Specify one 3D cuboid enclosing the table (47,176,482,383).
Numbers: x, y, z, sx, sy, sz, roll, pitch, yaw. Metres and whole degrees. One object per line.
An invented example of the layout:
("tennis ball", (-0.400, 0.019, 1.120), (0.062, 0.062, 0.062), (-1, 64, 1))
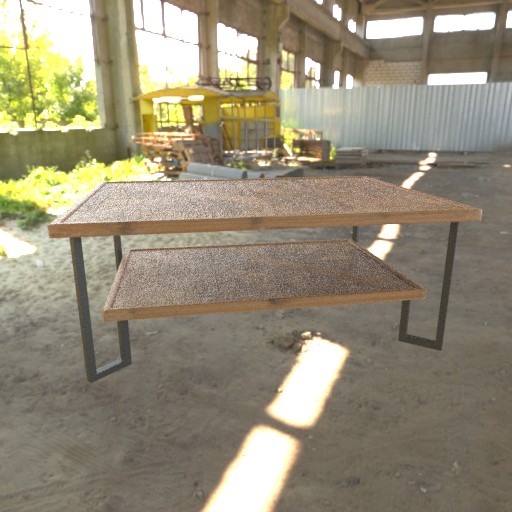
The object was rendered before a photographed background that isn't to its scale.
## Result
("table", (0.000, 0.000, 1.718), (1.238, 0.492, 0.877), (-3, 17, -9))
